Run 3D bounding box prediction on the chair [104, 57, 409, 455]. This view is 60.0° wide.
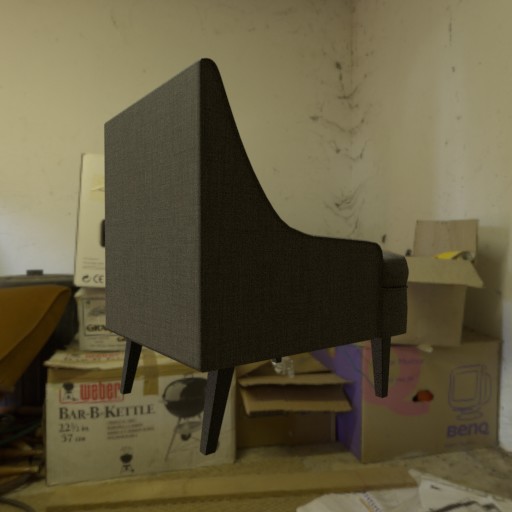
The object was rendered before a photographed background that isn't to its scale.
[{"bbox_3d":[0.000,0.000,1.427,0.771,0.891,0.655,-1,1,-37],"label":"chair"}]
